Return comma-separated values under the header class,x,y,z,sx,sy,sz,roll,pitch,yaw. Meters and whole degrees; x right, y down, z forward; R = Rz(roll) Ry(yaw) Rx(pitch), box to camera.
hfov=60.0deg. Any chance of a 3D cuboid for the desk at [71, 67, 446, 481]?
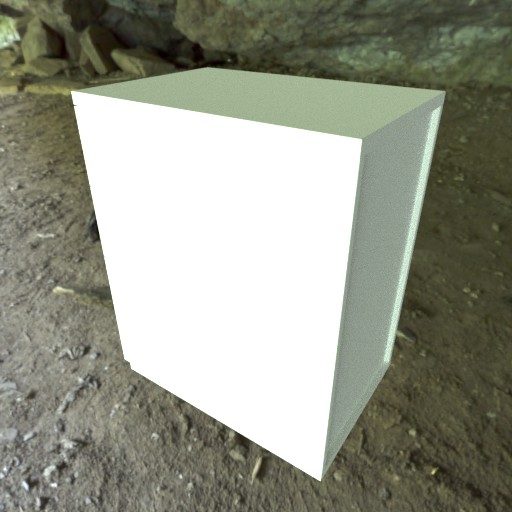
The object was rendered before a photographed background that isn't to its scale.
class,x,y,z,sx,sy,sz,roll,pitch,yaw
desk,0.000,0.000,1.030,0.600,0.730,0.404,19,35,29
